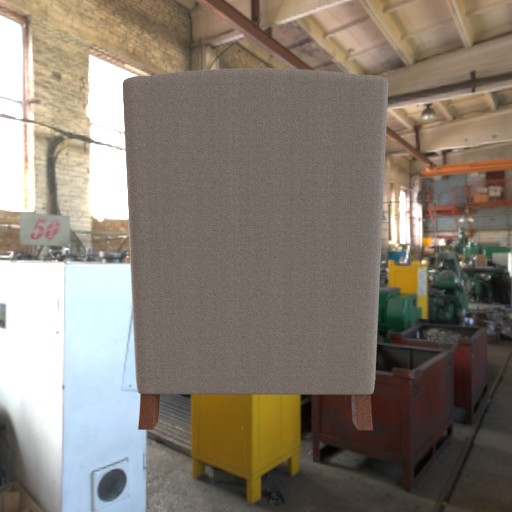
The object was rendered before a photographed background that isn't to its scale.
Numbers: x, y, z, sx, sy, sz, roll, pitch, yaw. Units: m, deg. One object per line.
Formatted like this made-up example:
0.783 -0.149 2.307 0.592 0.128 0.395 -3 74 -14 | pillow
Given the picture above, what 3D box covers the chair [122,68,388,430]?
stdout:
0.000 0.000 1.608 0.715 1.017 0.890 0 0 0 | chair
